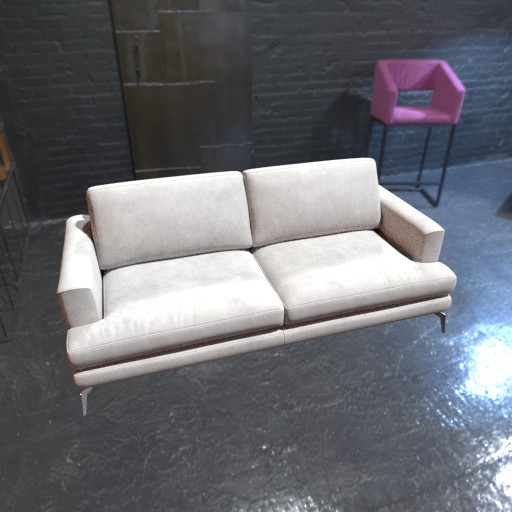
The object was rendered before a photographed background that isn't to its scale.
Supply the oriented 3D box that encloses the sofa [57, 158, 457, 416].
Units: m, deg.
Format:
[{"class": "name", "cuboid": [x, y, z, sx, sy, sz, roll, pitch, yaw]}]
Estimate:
[{"class": "sofa", "cuboid": [0.000, 0.000, 2.496, 2.013, 0.830, 0.980, -9, 32, -15]}]
